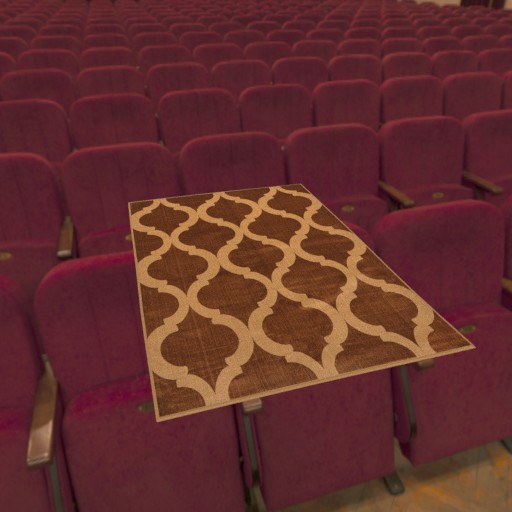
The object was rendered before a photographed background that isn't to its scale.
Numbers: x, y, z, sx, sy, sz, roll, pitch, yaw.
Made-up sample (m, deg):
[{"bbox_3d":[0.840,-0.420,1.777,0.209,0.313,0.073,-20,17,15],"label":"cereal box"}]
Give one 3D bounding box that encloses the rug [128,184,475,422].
[{"bbox_3d":[0.000,0.000,2.889,1.526,0.014,2.290,-9,31,-14],"label":"rug"}]
